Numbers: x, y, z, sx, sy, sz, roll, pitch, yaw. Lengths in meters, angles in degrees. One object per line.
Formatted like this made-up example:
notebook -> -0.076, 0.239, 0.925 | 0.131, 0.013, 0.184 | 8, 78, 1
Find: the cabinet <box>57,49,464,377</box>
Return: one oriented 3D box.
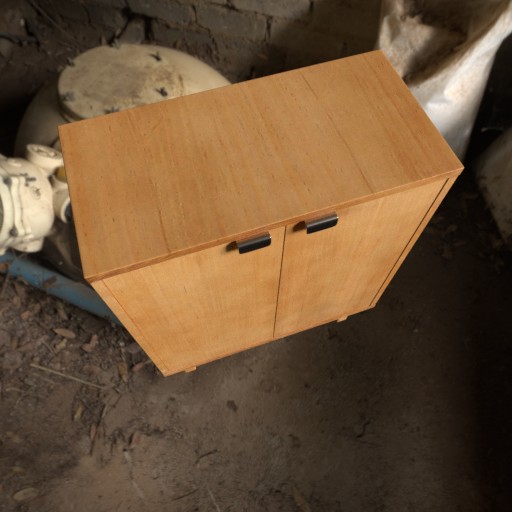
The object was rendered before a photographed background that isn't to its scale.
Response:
cabinet -> 0.000, 0.000, 1.403 | 0.800, 1.001, 0.419 | -17, 64, -9
